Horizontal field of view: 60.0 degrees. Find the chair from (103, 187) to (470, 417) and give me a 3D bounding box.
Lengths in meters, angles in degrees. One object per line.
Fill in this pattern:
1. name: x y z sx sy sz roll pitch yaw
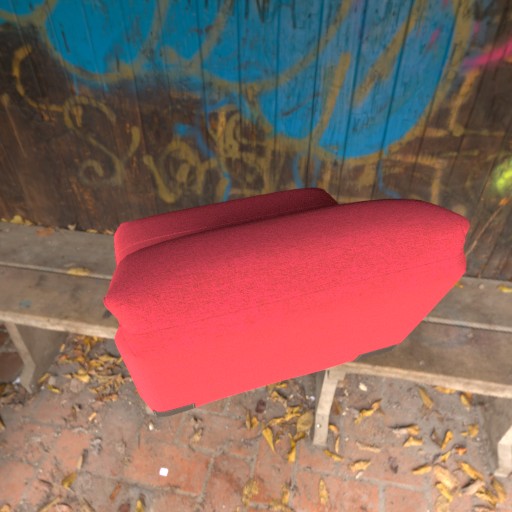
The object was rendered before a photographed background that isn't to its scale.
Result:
1. chair: 0.000 0.000 1.308 0.820 0.580 0.780 -12 43 -13
